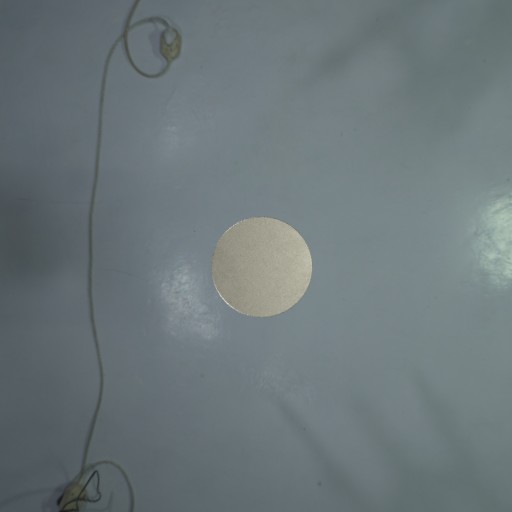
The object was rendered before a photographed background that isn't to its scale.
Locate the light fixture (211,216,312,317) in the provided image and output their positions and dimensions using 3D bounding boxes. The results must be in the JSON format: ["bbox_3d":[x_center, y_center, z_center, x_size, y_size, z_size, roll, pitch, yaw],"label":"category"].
[{"bbox_3d":[0.000,0.000,0.839,0.170,0.759,0.170,0,92,-1],"label":"light fixture"}]
